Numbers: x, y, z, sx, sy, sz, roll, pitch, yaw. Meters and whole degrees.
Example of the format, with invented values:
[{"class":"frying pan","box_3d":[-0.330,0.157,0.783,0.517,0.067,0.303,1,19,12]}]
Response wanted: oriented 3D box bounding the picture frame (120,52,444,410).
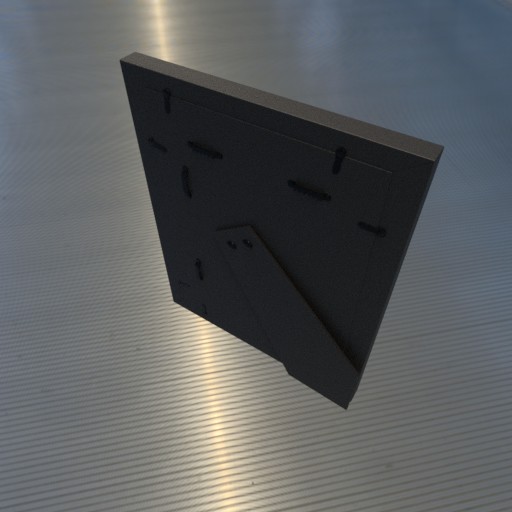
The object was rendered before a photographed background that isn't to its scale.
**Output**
[{"class":"picture frame","box_3d":[0.000,0.000,0.511,0.307,0.383,0.036,25,52,22]}]
